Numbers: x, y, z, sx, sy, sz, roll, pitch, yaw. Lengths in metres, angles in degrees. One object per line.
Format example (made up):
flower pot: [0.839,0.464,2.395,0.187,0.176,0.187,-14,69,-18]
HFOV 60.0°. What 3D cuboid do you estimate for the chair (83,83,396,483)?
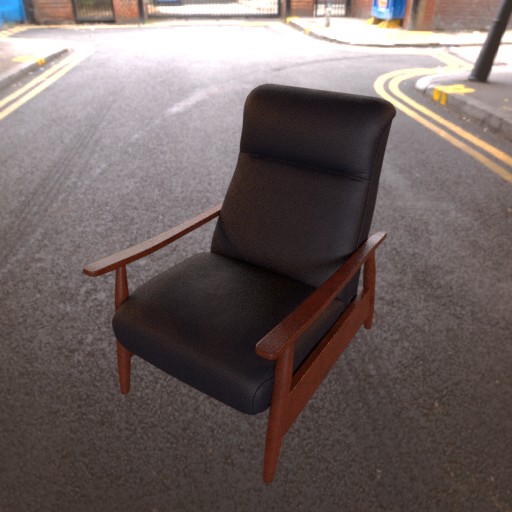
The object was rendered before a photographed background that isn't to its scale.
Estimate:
chair: [0.000,0.000,1.728,0.762,1.082,1.014,19,37,28]
